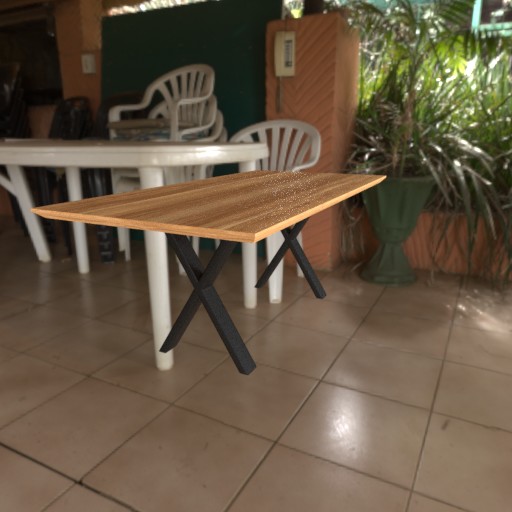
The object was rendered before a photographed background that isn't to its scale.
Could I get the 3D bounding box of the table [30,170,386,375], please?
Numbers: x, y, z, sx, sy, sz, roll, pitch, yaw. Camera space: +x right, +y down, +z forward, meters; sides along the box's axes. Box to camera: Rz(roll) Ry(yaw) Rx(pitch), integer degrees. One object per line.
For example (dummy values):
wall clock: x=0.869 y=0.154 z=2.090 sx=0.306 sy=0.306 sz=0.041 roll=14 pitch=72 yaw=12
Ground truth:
table: x=0.000 y=0.000 z=2.506 sx=1.000 sy=0.770 sz=2.000 roll=8 pitch=18 yaw=26
